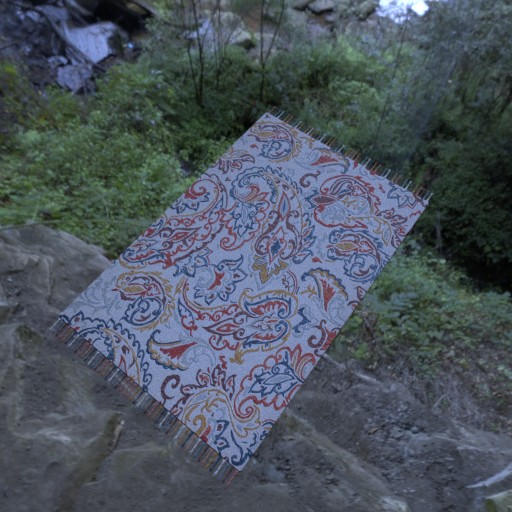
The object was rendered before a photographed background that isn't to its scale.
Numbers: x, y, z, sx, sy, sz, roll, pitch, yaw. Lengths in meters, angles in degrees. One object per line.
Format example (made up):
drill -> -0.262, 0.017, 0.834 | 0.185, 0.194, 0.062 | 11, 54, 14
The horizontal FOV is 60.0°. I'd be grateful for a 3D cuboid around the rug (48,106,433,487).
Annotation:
rug -> 0.000, 0.000, 2.493 | 1.218, 0.010, 1.997 | 34, 67, 16
